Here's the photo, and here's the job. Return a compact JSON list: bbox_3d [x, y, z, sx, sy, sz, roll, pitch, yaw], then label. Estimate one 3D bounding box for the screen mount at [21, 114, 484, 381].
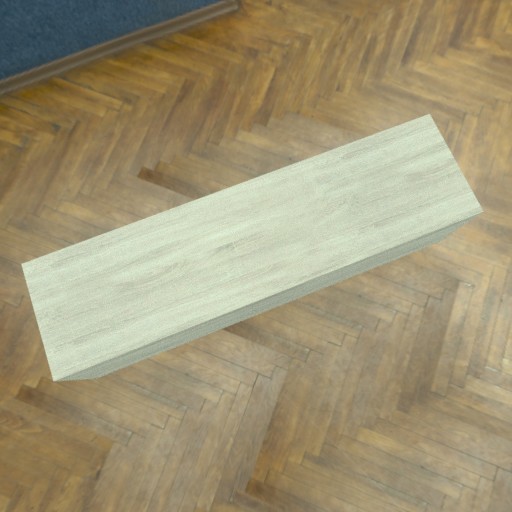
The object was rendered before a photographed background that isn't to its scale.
[{"bbox_3d":[0.000,0.000,1.725,1.500,0.510,0.400,-21,77,-5],"label":"screen mount"}]
